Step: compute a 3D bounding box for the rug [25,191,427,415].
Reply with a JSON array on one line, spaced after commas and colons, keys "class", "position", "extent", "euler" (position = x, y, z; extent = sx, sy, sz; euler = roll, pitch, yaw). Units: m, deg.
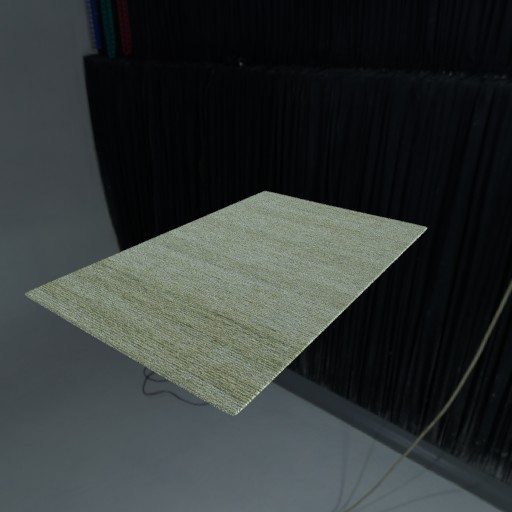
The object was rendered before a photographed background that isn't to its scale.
[{"class": "rug", "position": [0.000, 0.000, 2.195], "extent": [1.143, 0.010, 1.758], "euler": [18, 31, 32]}]
